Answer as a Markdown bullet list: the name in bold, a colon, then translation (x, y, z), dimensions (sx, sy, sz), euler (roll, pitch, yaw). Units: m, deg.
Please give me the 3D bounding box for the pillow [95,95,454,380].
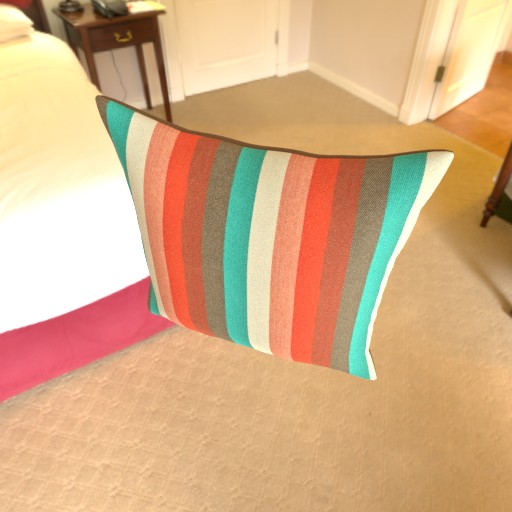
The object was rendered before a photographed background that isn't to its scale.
- **pillow**: translation (0.000, 0.000, 0.680), dimensions (0.453, 0.443, 0.168), euler (14, 44, 15)
